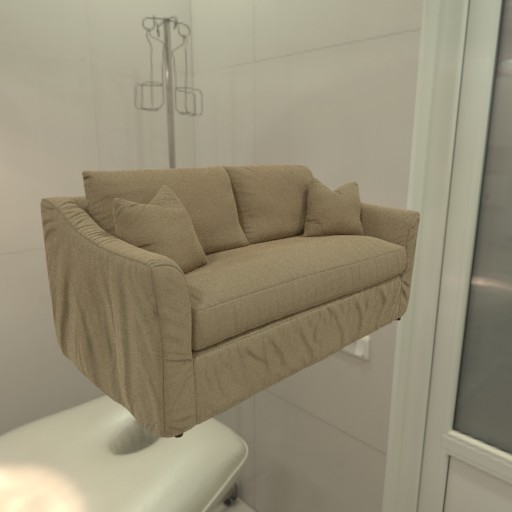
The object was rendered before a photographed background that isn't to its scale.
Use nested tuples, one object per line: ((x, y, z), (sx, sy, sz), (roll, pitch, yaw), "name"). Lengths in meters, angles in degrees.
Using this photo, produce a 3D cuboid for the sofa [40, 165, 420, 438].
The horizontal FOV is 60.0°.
((0.000, 0.000, 2.586), (2.010, 1.018, 1.072), (-13, 19, -43), "sofa")
